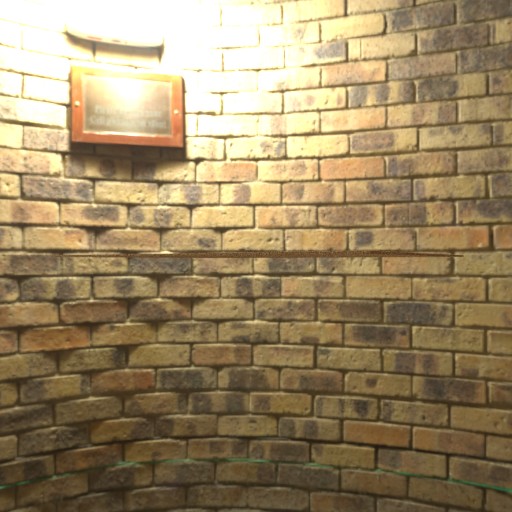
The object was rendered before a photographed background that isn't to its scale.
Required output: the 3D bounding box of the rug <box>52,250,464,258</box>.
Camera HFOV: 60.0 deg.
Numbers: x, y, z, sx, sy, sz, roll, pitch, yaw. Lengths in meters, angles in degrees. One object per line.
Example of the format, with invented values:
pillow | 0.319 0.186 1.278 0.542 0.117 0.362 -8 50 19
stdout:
rug | 0.000 0.000 2.794 2.141 0.013 1.566 0 -1 36
